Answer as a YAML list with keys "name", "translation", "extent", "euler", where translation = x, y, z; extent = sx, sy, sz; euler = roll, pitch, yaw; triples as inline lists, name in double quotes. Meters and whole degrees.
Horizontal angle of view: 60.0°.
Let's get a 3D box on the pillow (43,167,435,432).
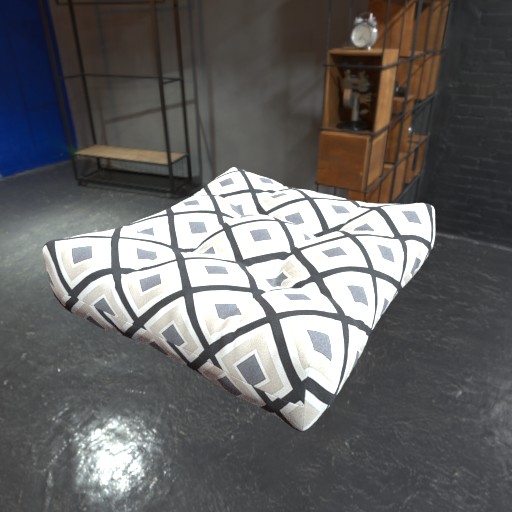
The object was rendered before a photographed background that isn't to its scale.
- name: "pillow"
  translation: [0.000, 0.000, 0.731]
  extent: [0.468, 0.128, 0.490]
  euler: [17, 33, 29]
